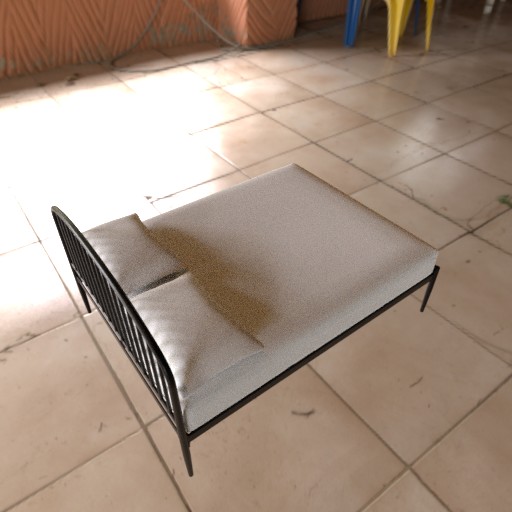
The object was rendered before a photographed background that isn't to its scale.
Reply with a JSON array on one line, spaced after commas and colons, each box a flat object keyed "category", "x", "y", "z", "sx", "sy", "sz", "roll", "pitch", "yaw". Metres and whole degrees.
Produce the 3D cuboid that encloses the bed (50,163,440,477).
[{"category": "bed", "x": 0.000, "y": 0.000, "z": 3.145, "sx": 2.159, "sy": 1.166, "sz": 1.618, "roll": -26, "pitch": 47, "yaw": -27}]
